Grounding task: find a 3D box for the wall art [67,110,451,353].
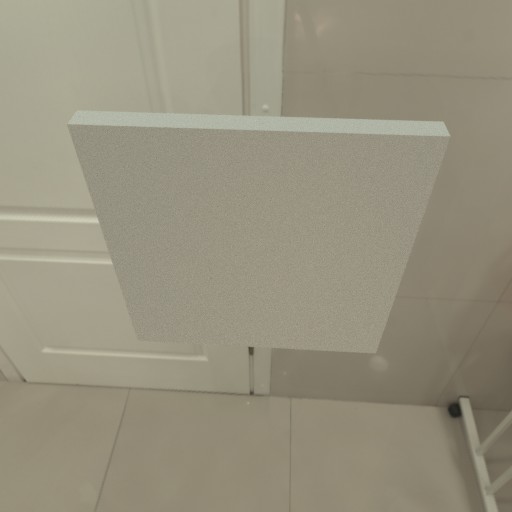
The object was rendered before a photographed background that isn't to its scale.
[{"bbox_3d":[0.000,0.000,0.544,0.355,0.355,0.027,3,45,3],"label":"wall art"}]
